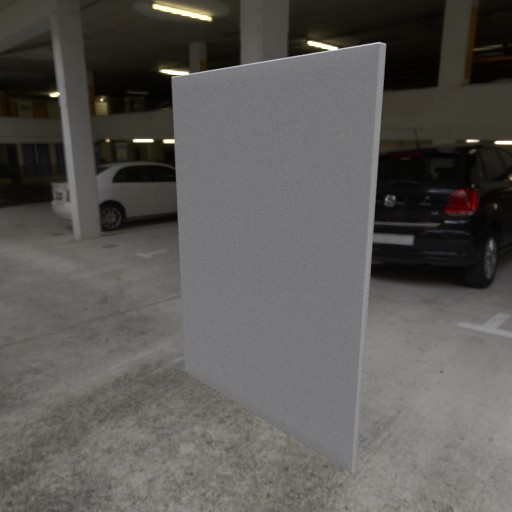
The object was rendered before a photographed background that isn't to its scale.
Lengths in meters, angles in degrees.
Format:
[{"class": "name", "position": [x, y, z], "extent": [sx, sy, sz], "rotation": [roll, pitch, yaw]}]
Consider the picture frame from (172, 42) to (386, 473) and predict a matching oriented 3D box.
[{"class": "picture frame", "position": [0.000, 0.000, 0.663], "extent": [0.012, 0.534, 0.381], "rotation": [-14, 20, -43]}]
